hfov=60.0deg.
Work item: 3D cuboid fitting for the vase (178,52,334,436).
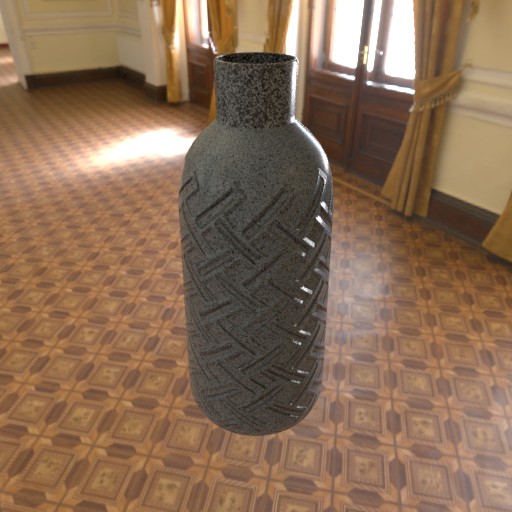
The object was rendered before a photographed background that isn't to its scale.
[{"bbox_3d":[0.000,0.000,0.342,0.122,0.282,0.122,0,32,0],"label":"vase"}]
